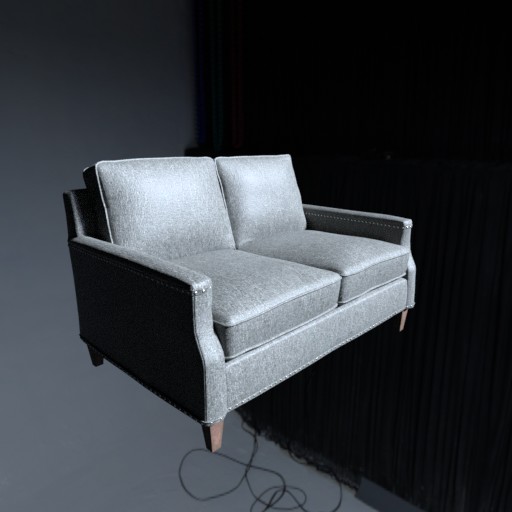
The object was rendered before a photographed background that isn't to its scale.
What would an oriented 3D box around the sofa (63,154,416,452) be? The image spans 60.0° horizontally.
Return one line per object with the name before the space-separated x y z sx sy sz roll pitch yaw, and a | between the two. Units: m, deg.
sofa | 0.000 0.000 2.311 1.084 1.003 1.597 14 21 42
